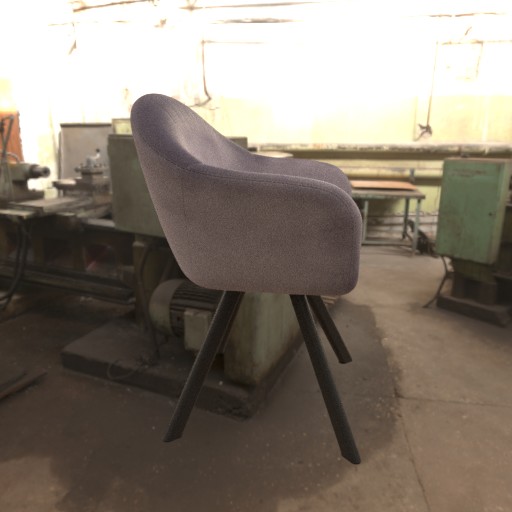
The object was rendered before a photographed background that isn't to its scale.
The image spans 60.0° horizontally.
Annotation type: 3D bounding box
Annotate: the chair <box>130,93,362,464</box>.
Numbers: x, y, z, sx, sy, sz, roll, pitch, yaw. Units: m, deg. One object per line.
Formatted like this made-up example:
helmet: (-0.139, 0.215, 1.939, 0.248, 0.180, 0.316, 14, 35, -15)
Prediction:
chair: (0.000, 0.000, 1.120, 0.540, 0.780, 0.570, 3, 16, 9)
